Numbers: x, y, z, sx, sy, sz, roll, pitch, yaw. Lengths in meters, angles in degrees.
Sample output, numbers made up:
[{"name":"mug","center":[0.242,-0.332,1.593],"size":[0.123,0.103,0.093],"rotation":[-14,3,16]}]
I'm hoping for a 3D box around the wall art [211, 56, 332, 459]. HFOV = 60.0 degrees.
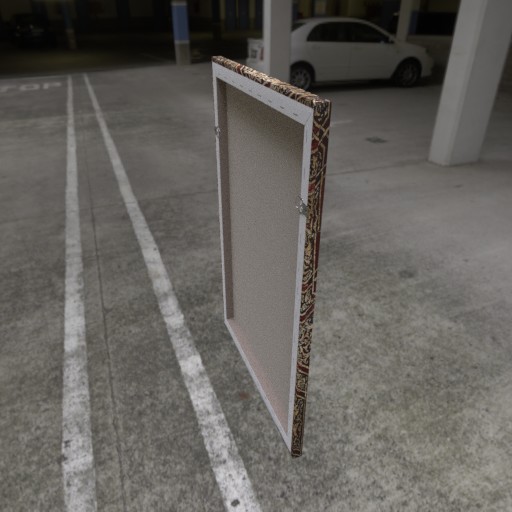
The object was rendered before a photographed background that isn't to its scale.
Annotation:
[{"name":"wall art","center":[0.000,0.000,1.175],"size":[0.030,0.904,0.599],"rotation":[-11,33,-18]}]
